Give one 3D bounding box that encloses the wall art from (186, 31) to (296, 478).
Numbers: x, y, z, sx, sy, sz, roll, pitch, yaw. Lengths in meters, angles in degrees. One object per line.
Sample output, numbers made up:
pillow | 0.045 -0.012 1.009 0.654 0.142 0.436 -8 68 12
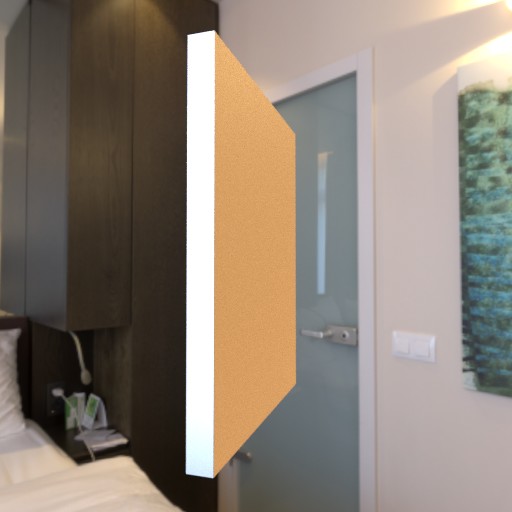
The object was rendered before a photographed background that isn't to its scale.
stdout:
wall art | 0.000 0.000 0.765 0.038 0.549 0.452 0 -1 18
